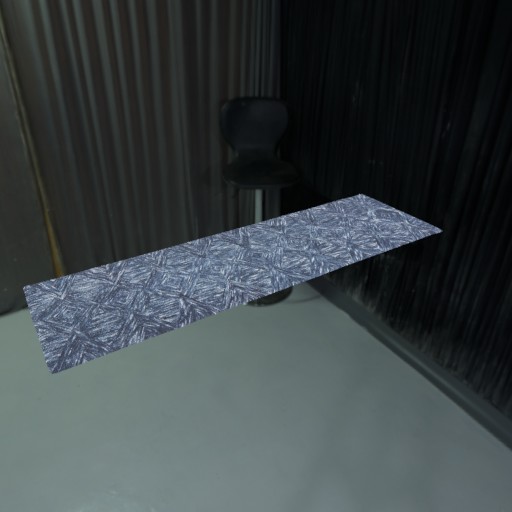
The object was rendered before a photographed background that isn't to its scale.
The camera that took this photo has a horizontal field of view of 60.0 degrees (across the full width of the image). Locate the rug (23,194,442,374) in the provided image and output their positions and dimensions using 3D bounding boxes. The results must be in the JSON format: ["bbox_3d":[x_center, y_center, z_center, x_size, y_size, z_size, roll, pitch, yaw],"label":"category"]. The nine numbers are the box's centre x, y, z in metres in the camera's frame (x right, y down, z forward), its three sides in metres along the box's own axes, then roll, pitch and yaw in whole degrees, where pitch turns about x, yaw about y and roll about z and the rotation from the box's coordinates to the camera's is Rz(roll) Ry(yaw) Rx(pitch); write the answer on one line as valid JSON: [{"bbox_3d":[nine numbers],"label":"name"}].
[{"bbox_3d":[0.000,0.000,2.481,2.306,0.013,0.719,-18,34,-28],"label":"rug"}]
